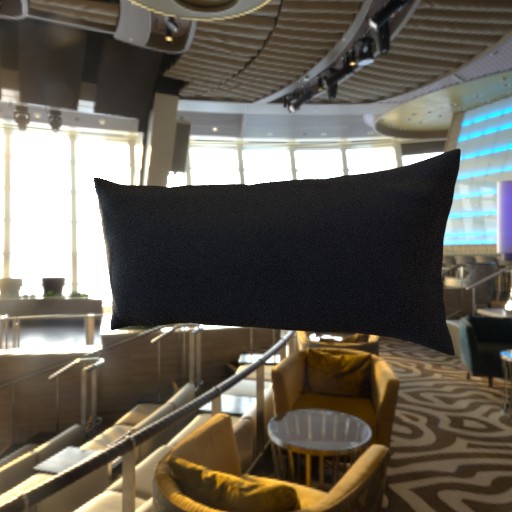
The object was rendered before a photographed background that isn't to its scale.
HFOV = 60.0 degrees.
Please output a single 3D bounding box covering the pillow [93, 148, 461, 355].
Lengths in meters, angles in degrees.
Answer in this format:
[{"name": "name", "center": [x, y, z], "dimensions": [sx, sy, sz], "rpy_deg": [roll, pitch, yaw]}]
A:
[{"name": "pillow", "center": [0.000, 0.000, 0.729], "dimensions": [0.608, 0.292, 0.156], "rpy_deg": [0, 0, 19]}]
